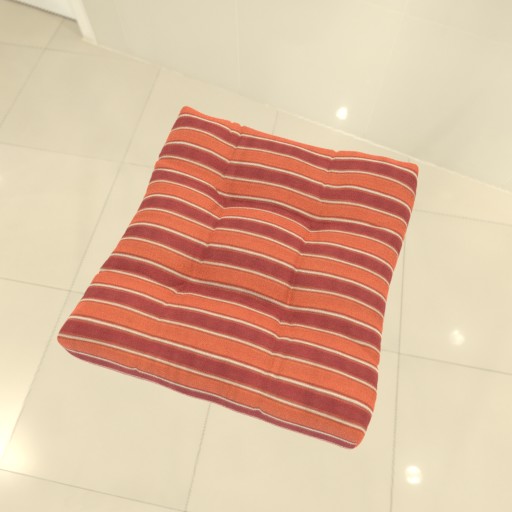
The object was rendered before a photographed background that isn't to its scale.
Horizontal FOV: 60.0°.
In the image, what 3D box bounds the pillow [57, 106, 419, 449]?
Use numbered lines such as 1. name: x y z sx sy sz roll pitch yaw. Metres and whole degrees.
1. pillow: 0.000 0.000 0.738 0.468 0.133 0.490 16 65 8
